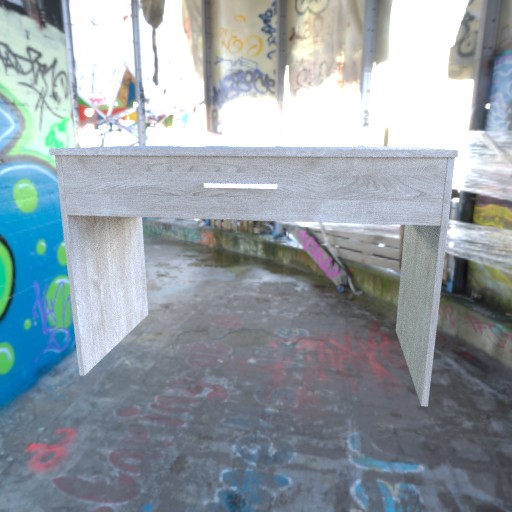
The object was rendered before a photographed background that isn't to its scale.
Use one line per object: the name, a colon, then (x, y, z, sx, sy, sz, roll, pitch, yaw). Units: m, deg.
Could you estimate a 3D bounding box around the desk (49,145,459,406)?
desk: (0.000, 0.000, 1.531, 1.100, 0.730, 0.560, 2, 15, 9)
